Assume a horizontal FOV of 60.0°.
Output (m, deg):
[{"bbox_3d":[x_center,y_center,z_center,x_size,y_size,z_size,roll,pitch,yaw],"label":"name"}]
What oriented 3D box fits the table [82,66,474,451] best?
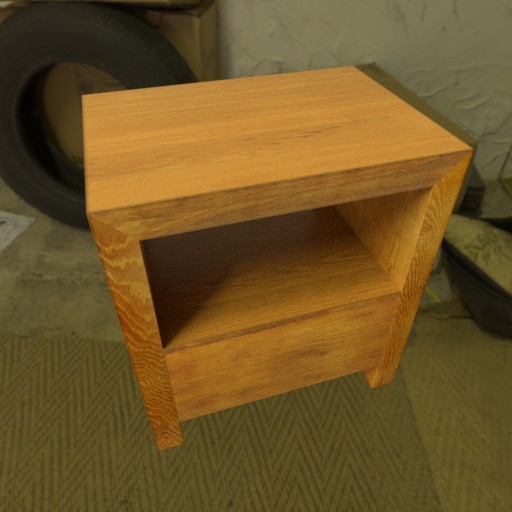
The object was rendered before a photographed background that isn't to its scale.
[{"bbox_3d":[0.000,0.000,0.934,0.550,0.605,0.400,-12,42,-13],"label":"table"}]
